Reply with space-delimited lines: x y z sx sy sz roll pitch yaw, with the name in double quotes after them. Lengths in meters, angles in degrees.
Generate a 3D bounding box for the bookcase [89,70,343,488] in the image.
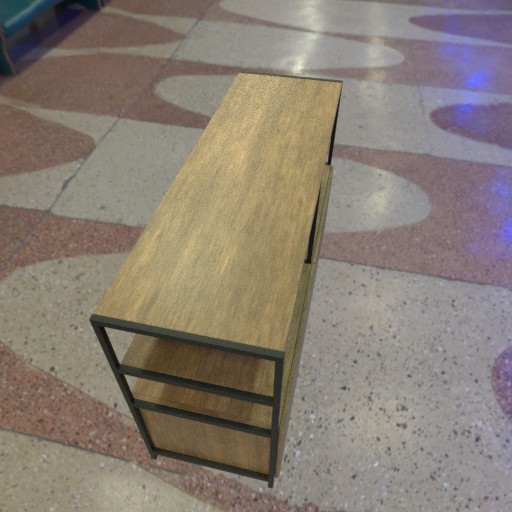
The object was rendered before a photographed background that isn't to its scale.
0.000 0.000 1.457 0.391 0.712 1.149 9 46 9 "bookcase"
